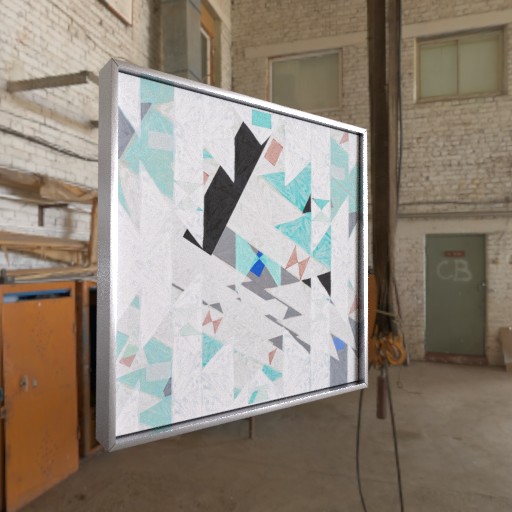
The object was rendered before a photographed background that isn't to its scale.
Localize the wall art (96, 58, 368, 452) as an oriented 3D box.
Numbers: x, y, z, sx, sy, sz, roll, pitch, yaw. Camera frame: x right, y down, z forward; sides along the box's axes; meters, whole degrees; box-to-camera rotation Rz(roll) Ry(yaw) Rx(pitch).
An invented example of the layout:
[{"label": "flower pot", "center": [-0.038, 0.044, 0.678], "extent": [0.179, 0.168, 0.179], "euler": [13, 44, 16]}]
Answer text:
[{"label": "wall art", "center": [0.000, 0.000, 0.512], "extent": [0.350, 0.350, 0.038], "euler": [1, -2, -37]}]
